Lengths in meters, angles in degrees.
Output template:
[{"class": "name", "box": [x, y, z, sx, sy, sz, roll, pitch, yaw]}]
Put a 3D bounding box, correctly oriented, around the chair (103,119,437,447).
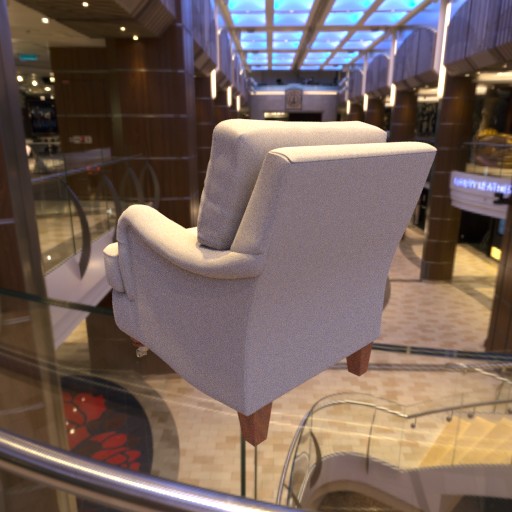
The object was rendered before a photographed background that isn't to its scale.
[{"class": "chair", "box": [0.000, 0.000, 1.847, 0.895, 1.076, 1.078, -15, 22, -42]}]
